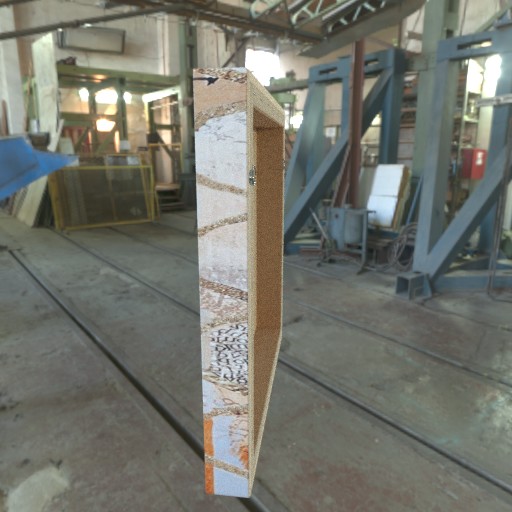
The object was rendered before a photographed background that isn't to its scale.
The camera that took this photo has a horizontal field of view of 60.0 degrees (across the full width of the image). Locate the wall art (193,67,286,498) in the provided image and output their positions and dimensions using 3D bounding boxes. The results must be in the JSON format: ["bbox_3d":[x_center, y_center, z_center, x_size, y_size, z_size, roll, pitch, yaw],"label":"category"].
[{"bbox_3d":[0.000,0.000,0.446,0.036,0.304,0.303,2,13,8],"label":"wall art"}]
